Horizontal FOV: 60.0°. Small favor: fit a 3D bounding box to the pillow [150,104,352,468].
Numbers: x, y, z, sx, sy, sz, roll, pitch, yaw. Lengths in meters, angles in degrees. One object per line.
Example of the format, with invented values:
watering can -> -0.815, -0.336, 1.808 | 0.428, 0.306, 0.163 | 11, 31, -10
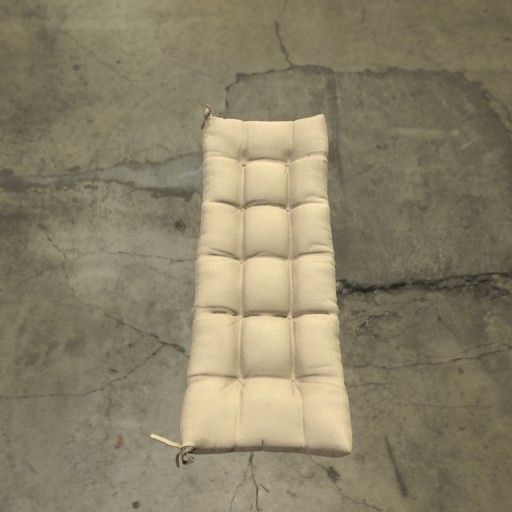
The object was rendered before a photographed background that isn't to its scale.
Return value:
pillow -> 0.000, 0.000, 1.380 | 0.511, 0.174, 1.194 | 0, 64, 0
